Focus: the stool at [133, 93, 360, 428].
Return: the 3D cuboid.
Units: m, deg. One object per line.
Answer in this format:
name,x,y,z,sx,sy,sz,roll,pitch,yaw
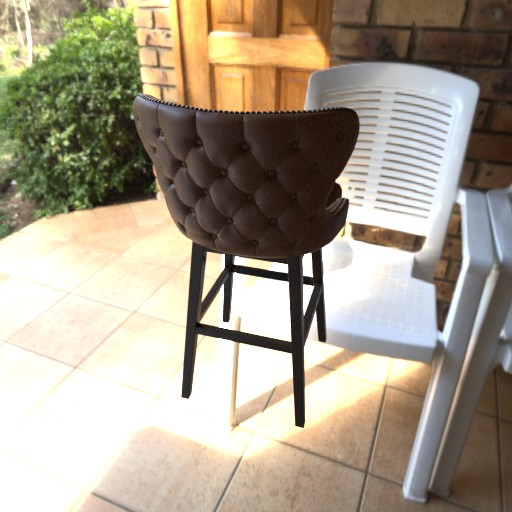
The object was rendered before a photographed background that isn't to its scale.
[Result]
stool,0.000,0.000,1.483,0.591,1.087,0.606,9,33,14
